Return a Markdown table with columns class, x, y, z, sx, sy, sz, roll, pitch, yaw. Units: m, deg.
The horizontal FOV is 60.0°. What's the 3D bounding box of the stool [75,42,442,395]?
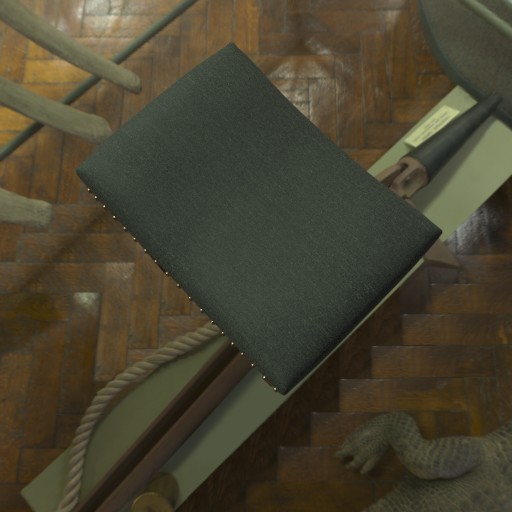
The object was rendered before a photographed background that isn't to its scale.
| class | x | y | z | sx | sy | sz | roll | pitch | yaw |
| --- | --- | --- | --- | --- | --- | --- | --- | --- | --- |
| stool | 0.000 | 0.000 | 1.026 | 0.366 | 0.760 | 0.502 | -43 | 80 | -10 |
